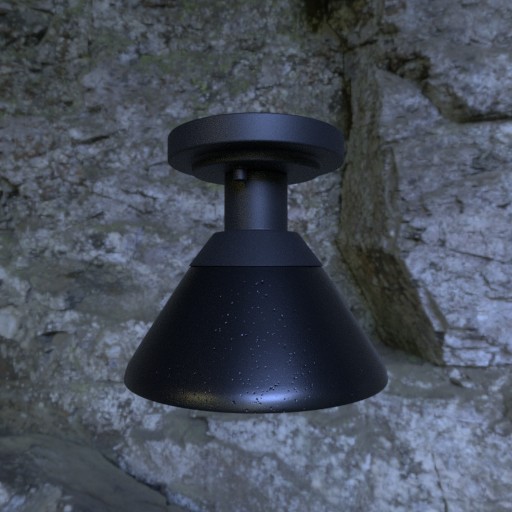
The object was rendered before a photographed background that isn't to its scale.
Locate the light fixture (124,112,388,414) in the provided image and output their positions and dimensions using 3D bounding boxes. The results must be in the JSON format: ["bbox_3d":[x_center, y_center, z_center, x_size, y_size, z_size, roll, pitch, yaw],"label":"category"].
[{"bbox_3d":[0.000,0.000,0.353,0.200,0.183,0.200,0,-1,0],"label":"light fixture"}]
